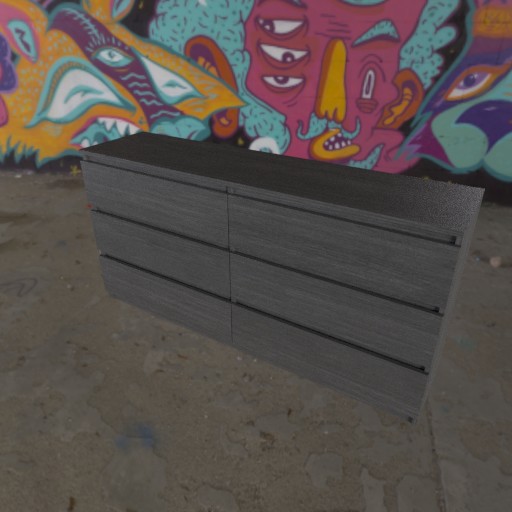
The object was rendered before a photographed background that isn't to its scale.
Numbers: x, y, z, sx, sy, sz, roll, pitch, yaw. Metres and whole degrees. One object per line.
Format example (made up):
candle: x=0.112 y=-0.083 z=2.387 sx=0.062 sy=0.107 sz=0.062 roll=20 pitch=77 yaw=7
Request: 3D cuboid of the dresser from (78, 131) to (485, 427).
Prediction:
dresser: x=0.000 y=0.000 z=1.922 sx=1.590 sy=0.795 sz=0.400 roll=17 pitch=33 yaw=27
